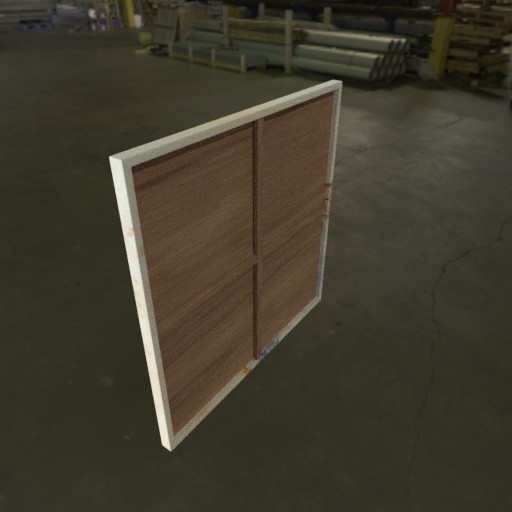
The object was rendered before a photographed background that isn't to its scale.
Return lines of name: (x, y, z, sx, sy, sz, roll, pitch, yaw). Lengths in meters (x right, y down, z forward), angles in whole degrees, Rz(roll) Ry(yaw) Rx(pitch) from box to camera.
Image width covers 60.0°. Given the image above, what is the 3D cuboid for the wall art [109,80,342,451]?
wall art: (0.000, 0.000, 1.368, 0.038, 0.889, 0.889, 22, 38, 30)
